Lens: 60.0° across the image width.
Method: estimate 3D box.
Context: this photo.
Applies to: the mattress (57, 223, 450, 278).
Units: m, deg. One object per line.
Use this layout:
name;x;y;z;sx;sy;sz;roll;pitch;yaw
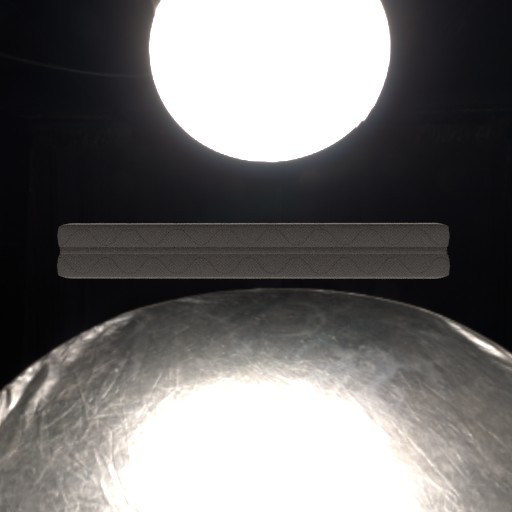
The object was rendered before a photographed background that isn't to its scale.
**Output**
mattress;0.000;0.000;2.522;1.400;0.200;1.900;0;-1;1
